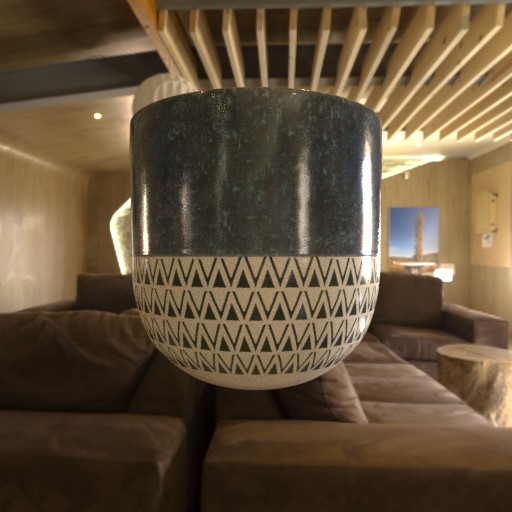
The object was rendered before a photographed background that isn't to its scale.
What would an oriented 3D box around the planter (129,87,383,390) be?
[{"bbox_3d":[0.000,0.000,0.485,0.266,0.270,0.266,0,0,0],"label":"planter"}]
